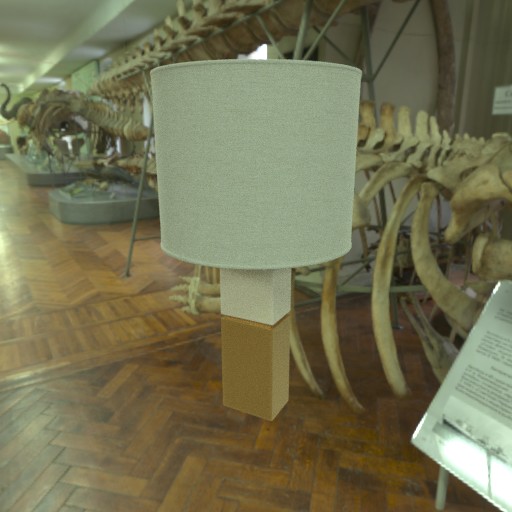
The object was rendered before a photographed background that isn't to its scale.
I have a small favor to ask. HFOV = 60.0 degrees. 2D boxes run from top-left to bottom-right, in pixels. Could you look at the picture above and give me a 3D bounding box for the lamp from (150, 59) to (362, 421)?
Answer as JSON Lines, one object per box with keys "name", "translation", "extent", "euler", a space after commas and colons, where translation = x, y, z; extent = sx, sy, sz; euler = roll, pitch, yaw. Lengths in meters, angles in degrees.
{"name": "lamp", "translation": [0.000, 0.000, 0.548], "extent": [0.229, 0.417, 0.229], "euler": [8, 18, 27]}
